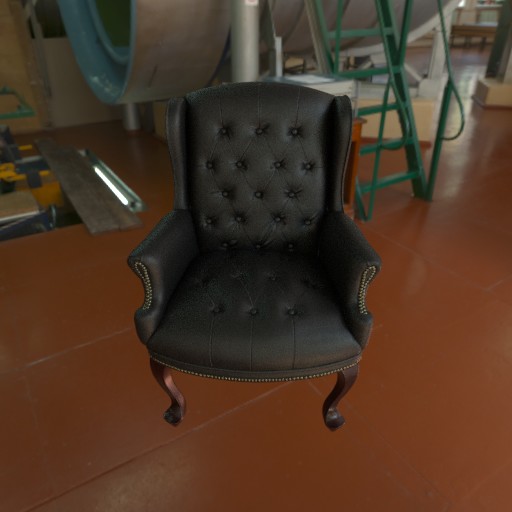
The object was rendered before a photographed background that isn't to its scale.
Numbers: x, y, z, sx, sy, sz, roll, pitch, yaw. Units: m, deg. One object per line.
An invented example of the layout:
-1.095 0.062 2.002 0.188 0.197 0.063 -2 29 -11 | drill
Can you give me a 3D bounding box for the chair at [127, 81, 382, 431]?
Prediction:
0.000 0.000 1.667 0.831 1.133 0.822 1 30 2 | chair
